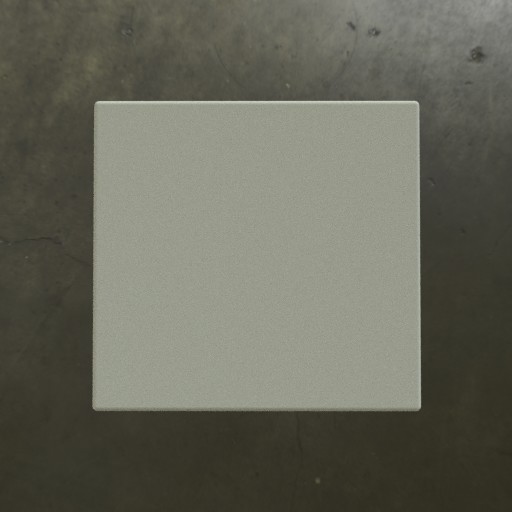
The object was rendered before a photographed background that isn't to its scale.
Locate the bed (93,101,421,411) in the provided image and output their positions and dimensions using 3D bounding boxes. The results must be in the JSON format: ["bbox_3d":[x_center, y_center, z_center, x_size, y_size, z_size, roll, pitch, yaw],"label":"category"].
[{"bbox_3d":[0.000,0.000,3.042,2.049,0.616,1.930,0,89,0],"label":"bed"}]
